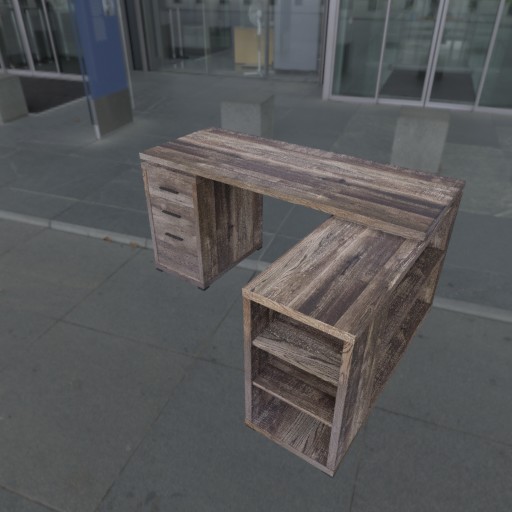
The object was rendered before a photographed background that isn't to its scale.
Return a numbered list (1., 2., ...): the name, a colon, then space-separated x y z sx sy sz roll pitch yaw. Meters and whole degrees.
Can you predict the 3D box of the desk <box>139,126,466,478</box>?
1. desk: 0.000 0.000 2.199 1.524 0.753 1.200 21 38 29
